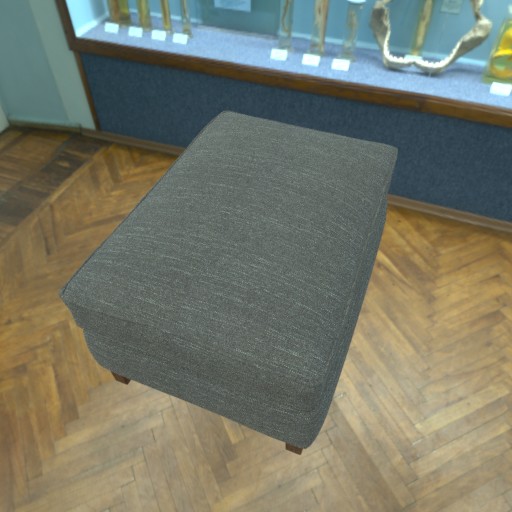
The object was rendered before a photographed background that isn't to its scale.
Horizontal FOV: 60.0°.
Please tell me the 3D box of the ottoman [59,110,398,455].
[{"bbox_3d":[0.000,0.000,1.005,0.508,0.406,0.686,16,49,15],"label":"ottoman"}]
